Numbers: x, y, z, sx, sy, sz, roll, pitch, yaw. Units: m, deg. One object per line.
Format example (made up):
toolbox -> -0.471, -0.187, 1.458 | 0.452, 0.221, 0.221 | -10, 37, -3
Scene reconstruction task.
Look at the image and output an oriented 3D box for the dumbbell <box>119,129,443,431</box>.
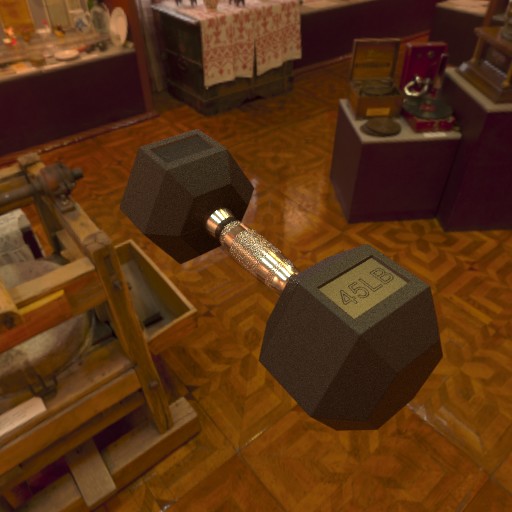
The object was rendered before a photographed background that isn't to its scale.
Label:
dumbbell -> 0.000, 0.000, 0.423 | 0.141, 0.123, 0.356 | -27, 48, -27
